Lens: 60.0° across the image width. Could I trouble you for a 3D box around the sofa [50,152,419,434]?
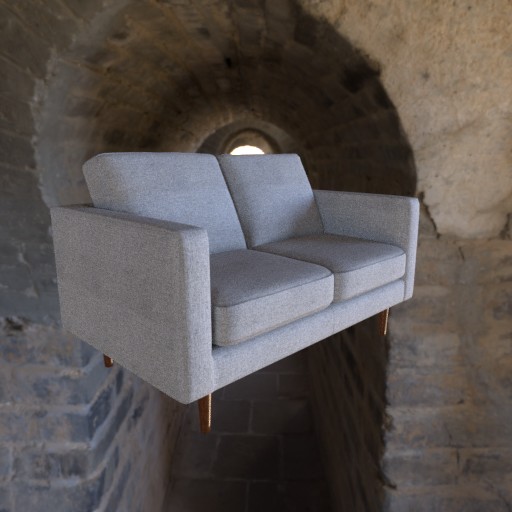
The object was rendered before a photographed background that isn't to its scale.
[{"bbox_3d":[0.000,0.000,2.140,0.969,0.973,1.527,12,18,43],"label":"sofa"}]
